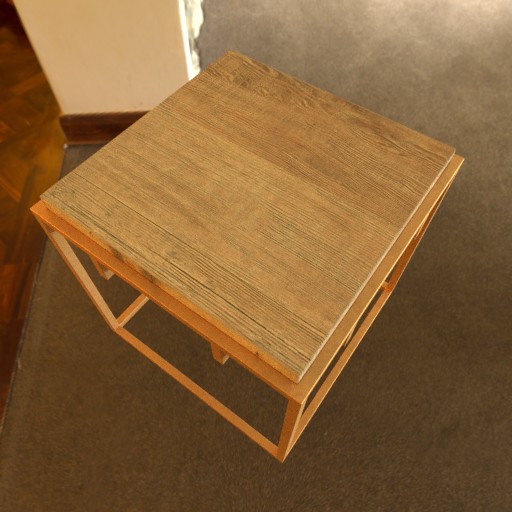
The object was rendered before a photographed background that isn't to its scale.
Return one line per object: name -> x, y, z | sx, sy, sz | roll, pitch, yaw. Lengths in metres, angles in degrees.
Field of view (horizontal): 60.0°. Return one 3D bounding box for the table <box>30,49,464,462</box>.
table -> 0.000, 0.000, 1.074 | 0.599, 0.584, 0.599 | 32, 63, 19
